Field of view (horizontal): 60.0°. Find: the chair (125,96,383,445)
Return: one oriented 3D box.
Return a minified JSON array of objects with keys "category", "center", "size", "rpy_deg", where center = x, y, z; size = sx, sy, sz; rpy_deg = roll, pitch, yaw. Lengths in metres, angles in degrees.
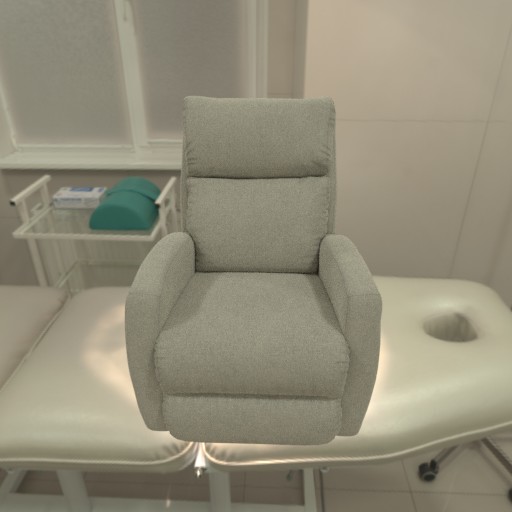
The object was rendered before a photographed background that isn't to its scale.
[{"category":"chair","center":[0.000,0.000,1.655],"size":[0.794,1.021,0.940],"rpy_deg":[1,29,2]}]
